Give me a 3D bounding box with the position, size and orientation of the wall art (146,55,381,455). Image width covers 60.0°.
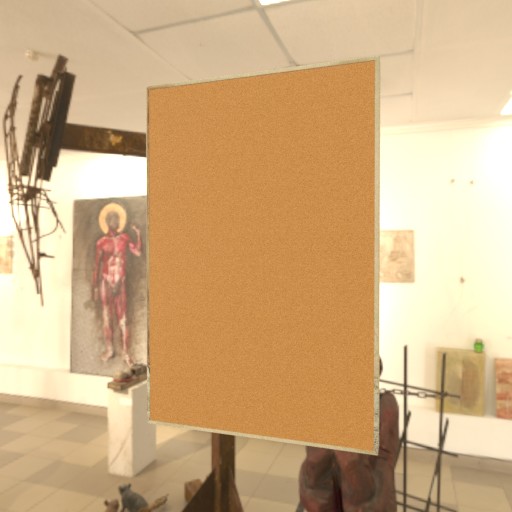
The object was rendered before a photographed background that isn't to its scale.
[{"bbox_3d":[0.000,0.000,0.752,0.403,0.607,0.036,0,1,18],"label":"wall art"}]
